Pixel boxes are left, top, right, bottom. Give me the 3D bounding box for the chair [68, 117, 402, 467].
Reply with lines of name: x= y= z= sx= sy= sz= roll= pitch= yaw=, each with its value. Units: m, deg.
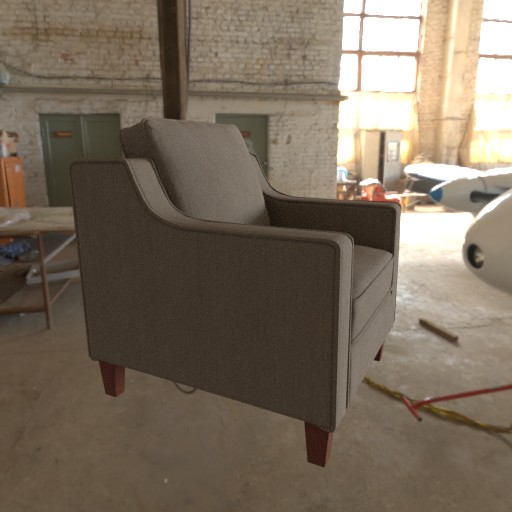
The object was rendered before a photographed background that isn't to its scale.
chair: x=0.000 y=0.000 z=1.625 sx=0.909 sy=0.960 sz=0.831 roll=7 pitch=16 yaw=26
